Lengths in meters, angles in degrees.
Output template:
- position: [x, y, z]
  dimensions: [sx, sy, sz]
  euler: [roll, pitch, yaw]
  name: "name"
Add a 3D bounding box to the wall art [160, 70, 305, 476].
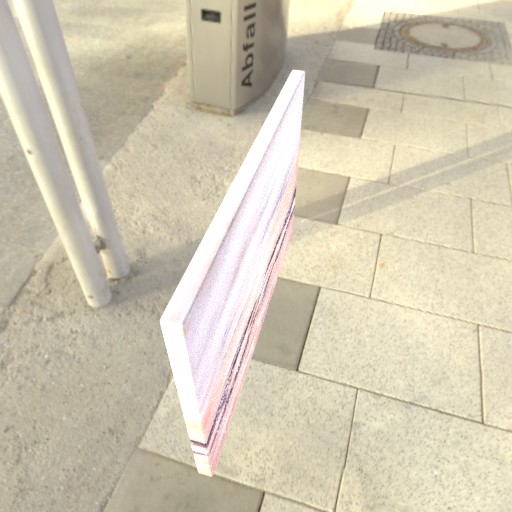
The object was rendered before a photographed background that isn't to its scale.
- position: [0.000, 0.000, 1.160]
  dimensions: [0.038, 0.609, 0.913]
  euler: [11, 46, 11]
  name: "wall art"
